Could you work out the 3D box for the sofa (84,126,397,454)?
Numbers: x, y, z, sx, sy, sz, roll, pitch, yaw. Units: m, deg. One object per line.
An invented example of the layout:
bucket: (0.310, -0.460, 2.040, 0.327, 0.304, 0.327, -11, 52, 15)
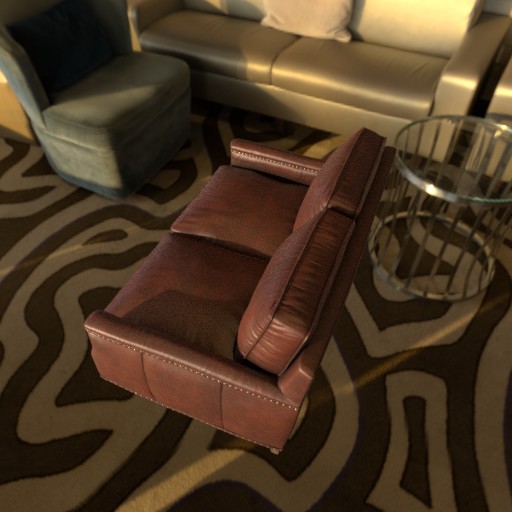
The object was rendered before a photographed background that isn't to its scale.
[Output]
sofa: (0.000, 0.000, 2.362, 1.083, 1.003, 1.628, 17, 49, 15)
